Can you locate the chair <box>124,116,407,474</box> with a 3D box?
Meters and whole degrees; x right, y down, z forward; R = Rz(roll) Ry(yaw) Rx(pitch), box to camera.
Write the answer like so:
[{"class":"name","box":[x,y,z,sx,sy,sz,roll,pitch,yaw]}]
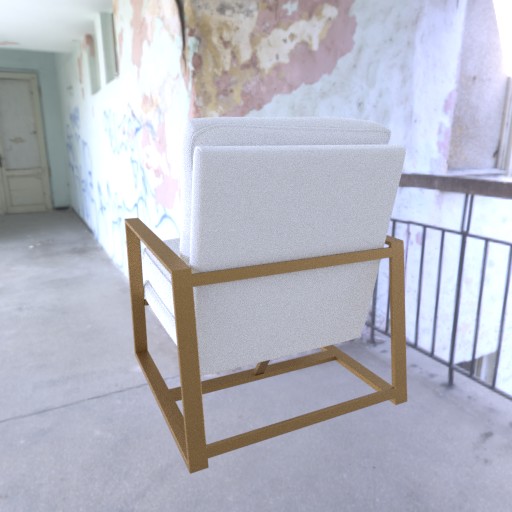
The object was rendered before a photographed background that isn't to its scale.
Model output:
[{"class":"chair","box":[0.000,0.000,1.630,0.805,0.966,0.813,-7,17,-25]}]
